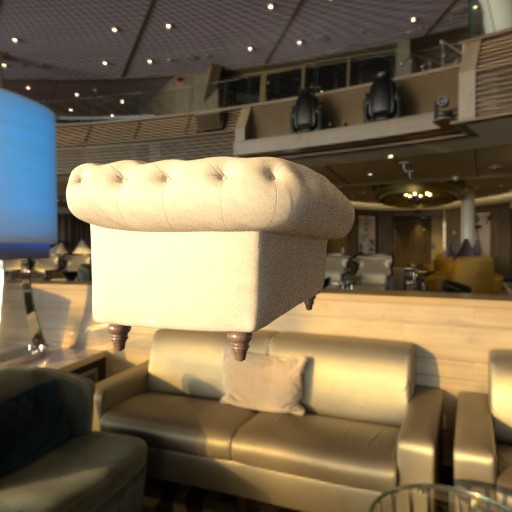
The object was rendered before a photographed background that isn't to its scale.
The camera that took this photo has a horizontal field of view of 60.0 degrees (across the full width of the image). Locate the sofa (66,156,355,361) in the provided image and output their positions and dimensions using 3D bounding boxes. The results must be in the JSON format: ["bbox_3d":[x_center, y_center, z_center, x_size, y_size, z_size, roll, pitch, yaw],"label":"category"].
[{"bbox_3d":[0.000,0.000,2.594,1.069,0.835,1.988,0,1,18],"label":"sofa"}]
